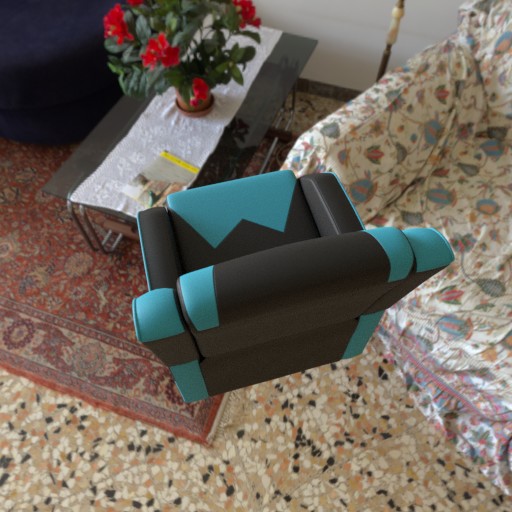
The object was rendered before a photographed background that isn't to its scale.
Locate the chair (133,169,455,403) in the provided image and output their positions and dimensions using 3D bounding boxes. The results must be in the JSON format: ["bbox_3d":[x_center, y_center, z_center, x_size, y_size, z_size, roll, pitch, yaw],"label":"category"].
[{"bbox_3d":[0.000,0.000,1.271,0.620,0.805,0.672,-13,58,-8],"label":"chair"}]
